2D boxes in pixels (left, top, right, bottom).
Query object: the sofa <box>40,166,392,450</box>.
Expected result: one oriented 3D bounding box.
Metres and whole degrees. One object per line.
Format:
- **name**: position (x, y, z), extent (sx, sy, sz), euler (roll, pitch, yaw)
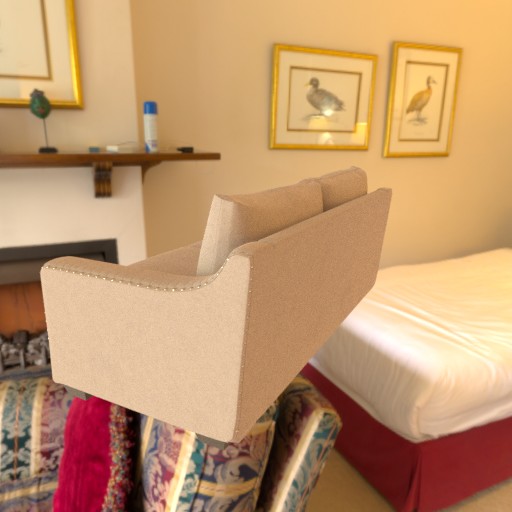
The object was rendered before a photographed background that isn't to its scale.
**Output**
- **sofa**: position (0.000, 0.000, 2.442), extent (1.030, 0.901, 1.967), euler (8, 17, 27)
